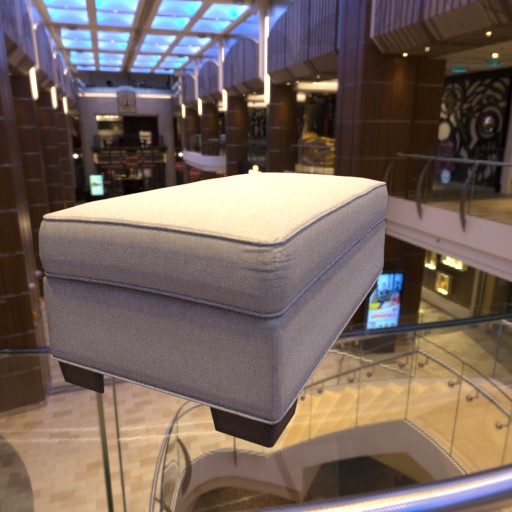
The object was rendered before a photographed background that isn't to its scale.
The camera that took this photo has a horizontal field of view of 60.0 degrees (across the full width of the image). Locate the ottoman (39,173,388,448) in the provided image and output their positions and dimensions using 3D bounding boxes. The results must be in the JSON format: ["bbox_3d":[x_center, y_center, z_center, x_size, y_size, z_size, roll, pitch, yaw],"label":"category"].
[{"bbox_3d":[0.000,0.000,1.393,0.617,0.461,1.097,7,17,25],"label":"ottoman"}]
